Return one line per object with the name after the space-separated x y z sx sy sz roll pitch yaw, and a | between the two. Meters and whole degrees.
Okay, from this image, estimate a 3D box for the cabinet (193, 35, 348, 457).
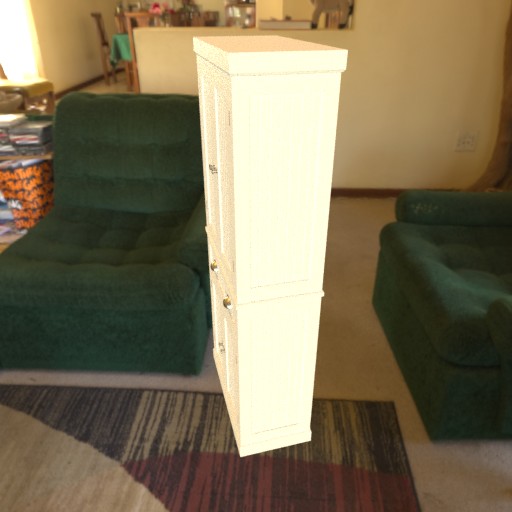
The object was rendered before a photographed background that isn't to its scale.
0.000 0.000 2.101 0.390 1.829 0.754 -8 30 -13 | cabinet
